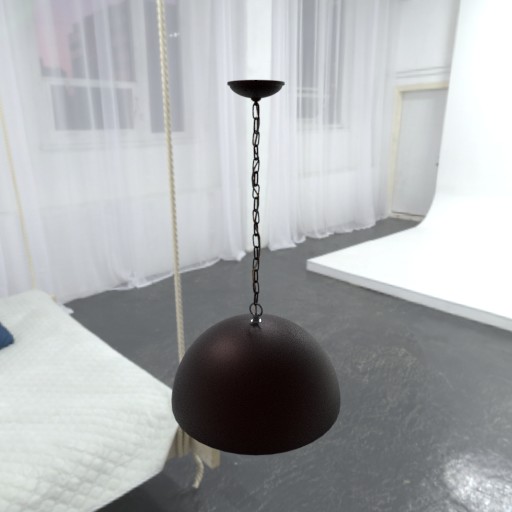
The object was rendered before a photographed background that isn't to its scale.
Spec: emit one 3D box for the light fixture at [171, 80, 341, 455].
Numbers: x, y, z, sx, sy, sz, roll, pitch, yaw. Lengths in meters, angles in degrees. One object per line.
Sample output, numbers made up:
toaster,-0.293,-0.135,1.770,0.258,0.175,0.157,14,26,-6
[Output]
light fixture,0.000,0.000,1.189,0.492,0.869,0.492,8,18,26
